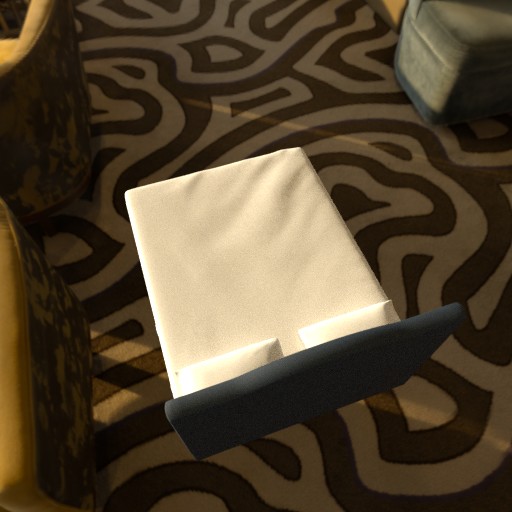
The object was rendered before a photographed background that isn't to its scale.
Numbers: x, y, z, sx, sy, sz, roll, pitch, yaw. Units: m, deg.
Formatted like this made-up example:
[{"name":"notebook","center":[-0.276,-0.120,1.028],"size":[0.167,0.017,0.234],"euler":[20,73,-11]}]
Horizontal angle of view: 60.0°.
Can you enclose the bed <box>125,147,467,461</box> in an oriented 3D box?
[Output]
[{"name":"bed","center":[0.000,0.000,3.403],"size":[1.821,1.436,2.282],"euler":[-16,59,-10]}]
